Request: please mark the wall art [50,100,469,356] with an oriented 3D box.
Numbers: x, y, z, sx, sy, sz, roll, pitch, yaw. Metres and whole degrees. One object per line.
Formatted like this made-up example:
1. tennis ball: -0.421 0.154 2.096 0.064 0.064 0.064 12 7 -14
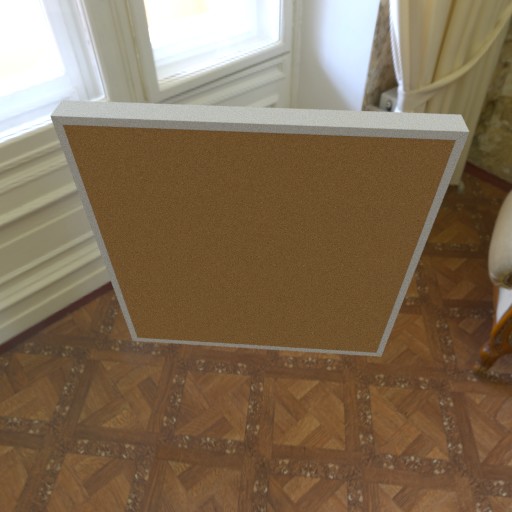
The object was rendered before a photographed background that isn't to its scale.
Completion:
1. wall art: 0.000 0.000 0.440 0.304 0.304 0.024 3 47 3
